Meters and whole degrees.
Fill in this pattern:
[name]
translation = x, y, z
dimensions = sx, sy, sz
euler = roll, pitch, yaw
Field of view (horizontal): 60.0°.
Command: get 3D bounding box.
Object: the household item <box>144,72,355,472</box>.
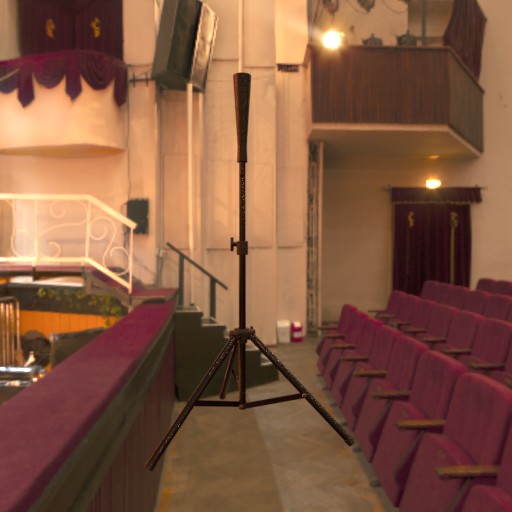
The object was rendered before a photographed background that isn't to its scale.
[household item]
translation = 0.000, 0.000, 1.361
dimensions = 0.559, 1.067, 0.559
euler = 0, 1, 0
